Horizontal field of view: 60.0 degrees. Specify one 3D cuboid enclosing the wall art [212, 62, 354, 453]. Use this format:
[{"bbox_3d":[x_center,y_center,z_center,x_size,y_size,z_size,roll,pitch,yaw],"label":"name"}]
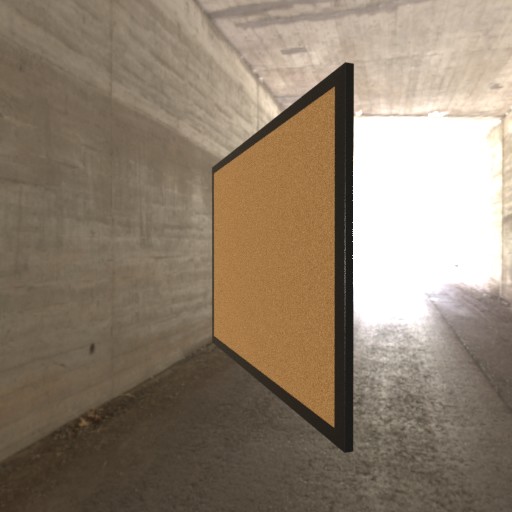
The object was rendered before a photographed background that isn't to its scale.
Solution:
[{"bbox_3d":[0.000,0.000,1.015,0.015,0.552,0.819,0,0,-19],"label":"wall art"}]
